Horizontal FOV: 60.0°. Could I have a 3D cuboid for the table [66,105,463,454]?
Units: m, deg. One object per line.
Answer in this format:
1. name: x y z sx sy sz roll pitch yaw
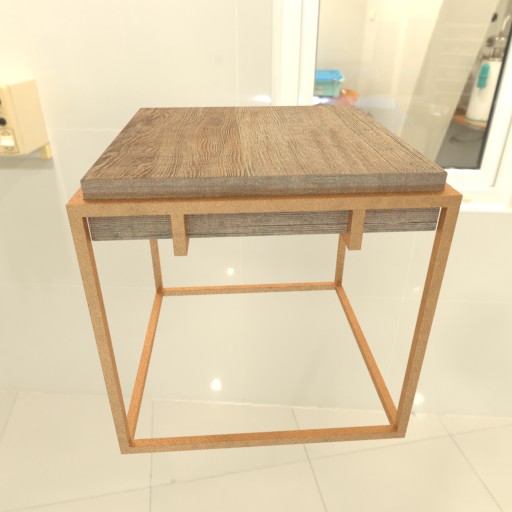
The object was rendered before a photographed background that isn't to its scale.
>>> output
1. table: 0.000 0.000 1.053 0.599 0.584 0.599 -2 29 -3
